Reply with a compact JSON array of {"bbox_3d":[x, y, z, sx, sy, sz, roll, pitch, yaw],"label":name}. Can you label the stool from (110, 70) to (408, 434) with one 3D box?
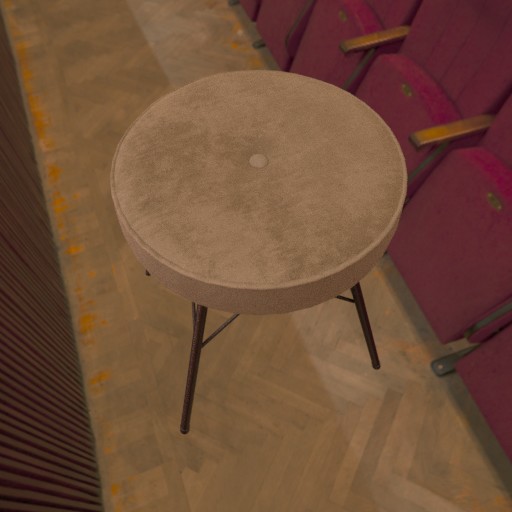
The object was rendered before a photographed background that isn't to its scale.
[{"bbox_3d":[0.000,0.000,0.829,0.457,0.538,0.423,-15,58,-10],"label":"stool"}]
